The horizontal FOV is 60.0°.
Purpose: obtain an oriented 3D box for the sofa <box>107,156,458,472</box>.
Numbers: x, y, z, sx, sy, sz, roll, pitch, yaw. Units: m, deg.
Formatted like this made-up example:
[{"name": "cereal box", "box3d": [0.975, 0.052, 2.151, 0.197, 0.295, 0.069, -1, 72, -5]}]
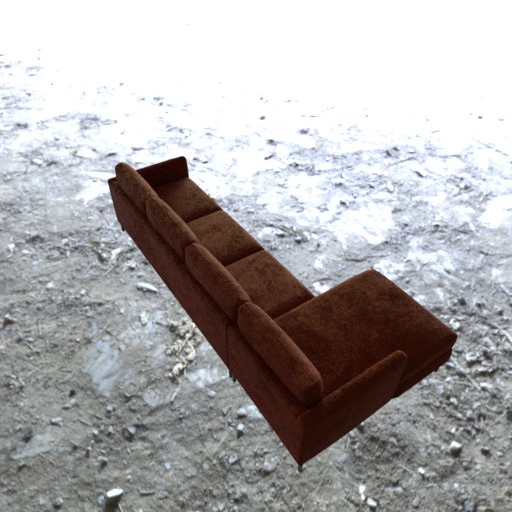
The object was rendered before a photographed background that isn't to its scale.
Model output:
[{"name": "sofa", "box3d": [0.000, 0.000, 3.018, 1.136, 0.663, 2.467, -25, 48, -25]}]
